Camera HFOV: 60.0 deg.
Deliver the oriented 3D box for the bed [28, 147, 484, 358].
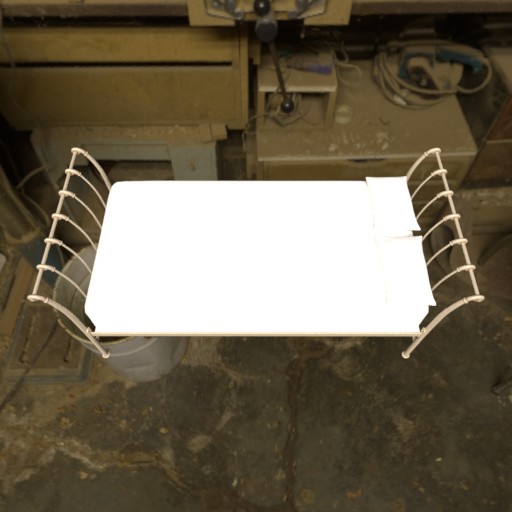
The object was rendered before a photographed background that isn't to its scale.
[{"bbox_3d":[0.000,0.000,2.772,2.228,0.873,1.032,0,59,0],"label":"bed"}]
